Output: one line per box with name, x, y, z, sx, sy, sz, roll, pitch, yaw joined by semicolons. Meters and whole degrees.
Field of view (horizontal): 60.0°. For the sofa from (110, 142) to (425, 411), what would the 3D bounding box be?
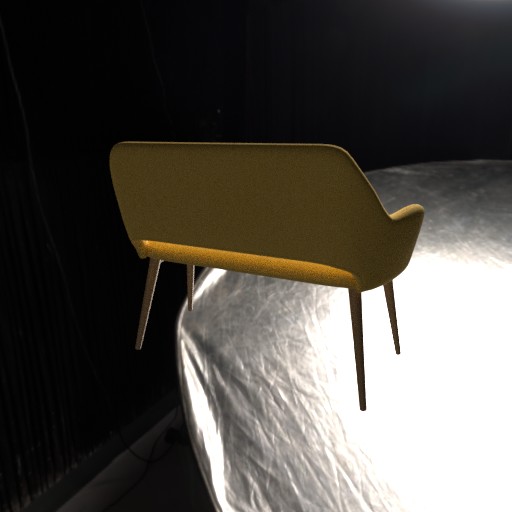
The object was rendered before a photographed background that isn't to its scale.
sofa;0.000;0.000;1.676;1.150;0.840;0.610;8;17;26
